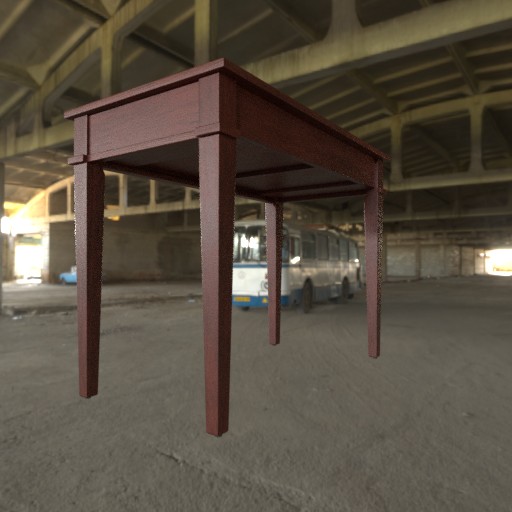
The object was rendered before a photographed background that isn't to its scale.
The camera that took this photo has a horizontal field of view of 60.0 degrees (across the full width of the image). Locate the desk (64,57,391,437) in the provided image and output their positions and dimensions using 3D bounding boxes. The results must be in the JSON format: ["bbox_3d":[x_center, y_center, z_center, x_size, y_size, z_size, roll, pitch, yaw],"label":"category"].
[{"bbox_3d":[0.000,0.000,1.428,0.549,0.762,1.001,-1,-1,35],"label":"desk"}]
